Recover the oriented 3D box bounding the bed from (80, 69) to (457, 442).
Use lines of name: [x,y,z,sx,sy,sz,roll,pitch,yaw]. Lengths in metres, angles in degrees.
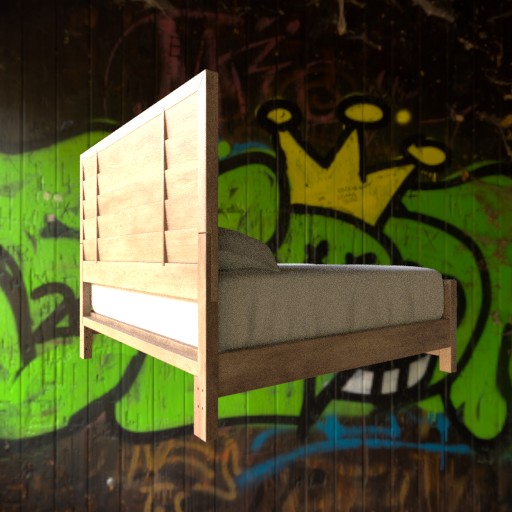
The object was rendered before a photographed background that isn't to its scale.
bed: [0.000,0.000,3.346,2.032,1.626,2.032,0,0,-36]
